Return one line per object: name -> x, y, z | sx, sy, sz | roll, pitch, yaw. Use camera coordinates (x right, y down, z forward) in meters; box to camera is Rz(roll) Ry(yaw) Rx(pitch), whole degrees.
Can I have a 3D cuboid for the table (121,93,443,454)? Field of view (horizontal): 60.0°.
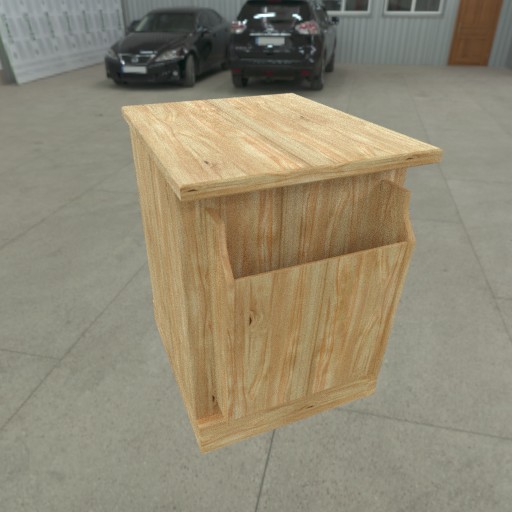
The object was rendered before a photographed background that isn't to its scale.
table -> 0.000, 0.000, 0.877 | 0.380, 0.515, 0.530 | -12, 32, -19
